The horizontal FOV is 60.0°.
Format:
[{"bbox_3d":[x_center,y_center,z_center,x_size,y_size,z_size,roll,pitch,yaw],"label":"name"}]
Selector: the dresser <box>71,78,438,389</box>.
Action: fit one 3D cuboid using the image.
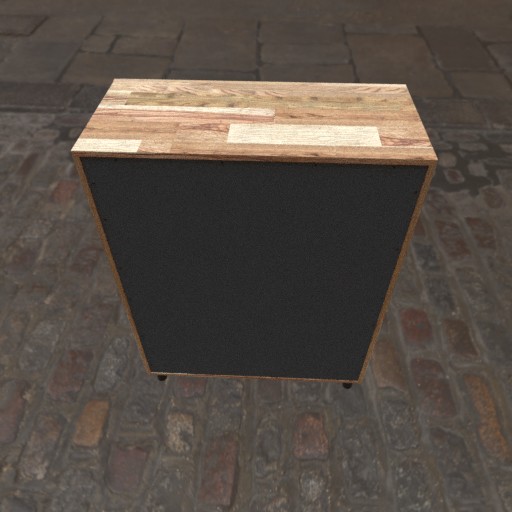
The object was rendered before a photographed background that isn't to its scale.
[{"bbox_3d":[0.000,0.000,1.772,0.966,1.243,0.480,2,46,2],"label":"dresser"}]
